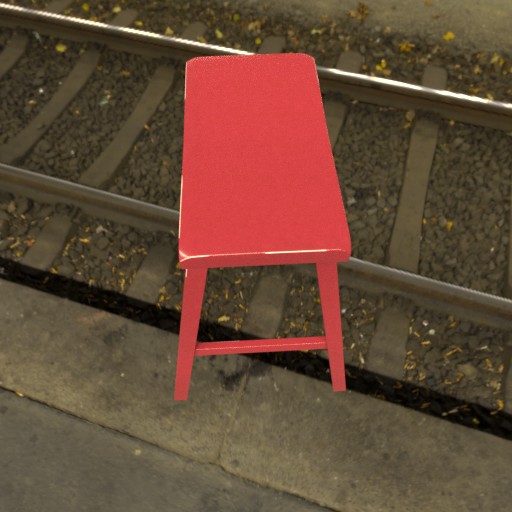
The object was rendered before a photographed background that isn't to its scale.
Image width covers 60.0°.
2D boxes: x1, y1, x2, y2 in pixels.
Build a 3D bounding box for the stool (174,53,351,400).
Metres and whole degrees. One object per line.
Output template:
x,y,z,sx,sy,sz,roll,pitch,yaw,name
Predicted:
0.000,0.000,1.036,0.476,0.737,0.457,-3,58,-2,stool
